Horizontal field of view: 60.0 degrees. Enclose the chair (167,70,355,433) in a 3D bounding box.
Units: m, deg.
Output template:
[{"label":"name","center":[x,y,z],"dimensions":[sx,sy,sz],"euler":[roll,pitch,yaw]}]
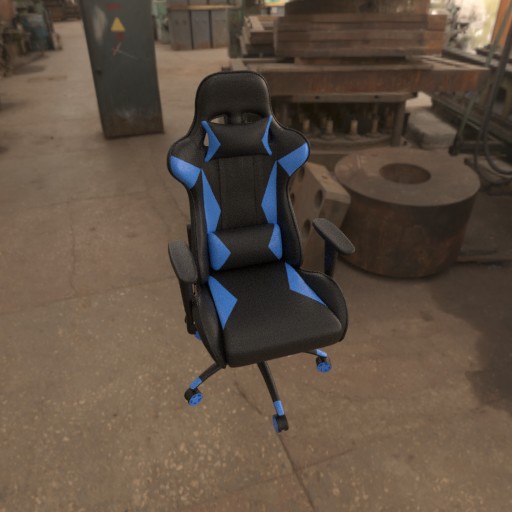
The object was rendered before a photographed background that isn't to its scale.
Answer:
[{"label":"chair","center":[0.000,0.000,1.743],"dimensions":[0.695,1.282,0.730],"euler":[-10,33,-15]}]
